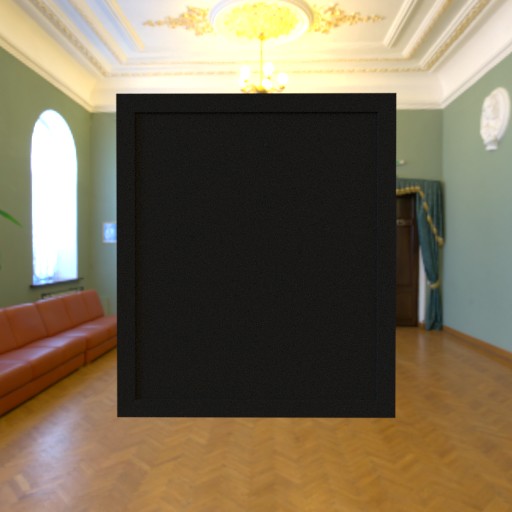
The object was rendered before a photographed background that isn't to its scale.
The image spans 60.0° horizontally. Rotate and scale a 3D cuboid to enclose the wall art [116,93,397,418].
[{"bbox_3d":[0.000,0.000,0.499,0.311,0.361,0.010,0,1,0],"label":"wall art"}]
